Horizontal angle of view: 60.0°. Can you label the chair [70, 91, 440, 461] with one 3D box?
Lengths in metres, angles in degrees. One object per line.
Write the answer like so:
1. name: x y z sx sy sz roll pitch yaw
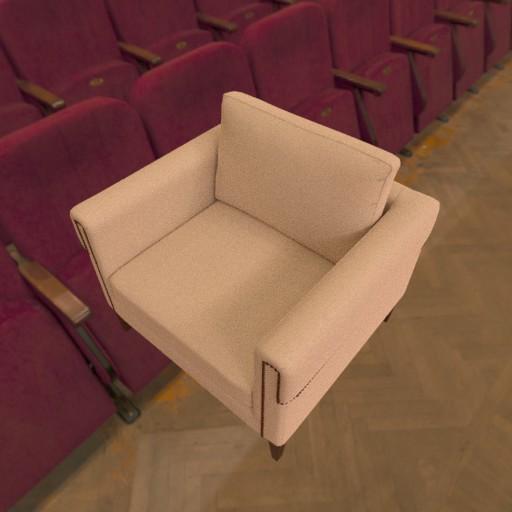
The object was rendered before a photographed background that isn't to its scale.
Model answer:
1. chair: 0.000 0.000 1.699 0.982 0.915 0.896 32 54 27
